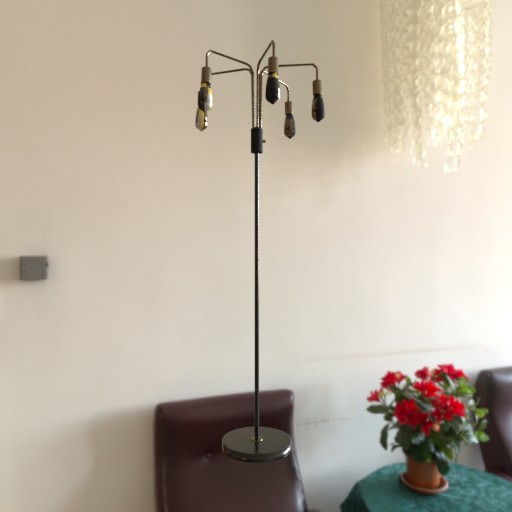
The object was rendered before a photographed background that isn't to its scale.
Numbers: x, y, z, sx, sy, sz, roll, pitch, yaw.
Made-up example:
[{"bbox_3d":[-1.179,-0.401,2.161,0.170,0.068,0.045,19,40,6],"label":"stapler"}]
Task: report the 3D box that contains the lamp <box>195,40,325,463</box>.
[{"bbox_3d":[0.000,0.000,2.009,0.572,1.721,0.599,0,-1,35],"label":"lamp"}]
